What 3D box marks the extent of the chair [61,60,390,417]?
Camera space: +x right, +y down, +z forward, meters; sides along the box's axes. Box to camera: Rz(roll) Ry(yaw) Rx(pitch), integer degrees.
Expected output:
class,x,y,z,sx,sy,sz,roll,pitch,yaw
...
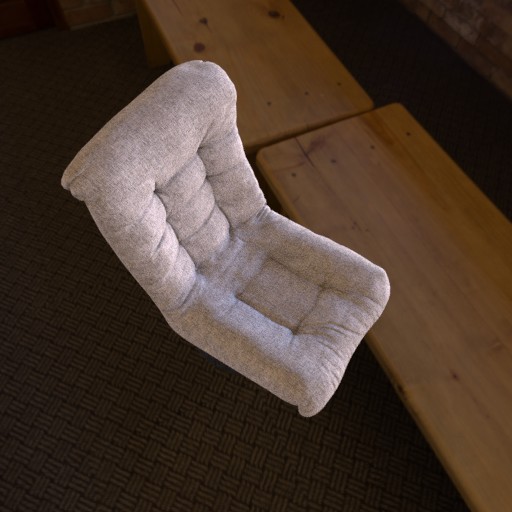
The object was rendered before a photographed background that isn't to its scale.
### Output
class,x,y,z,sx,sy,sz,roll,pitch,yaw
chair,0.000,0.000,0.978,0.583,0.600,0.400,30,63,17
